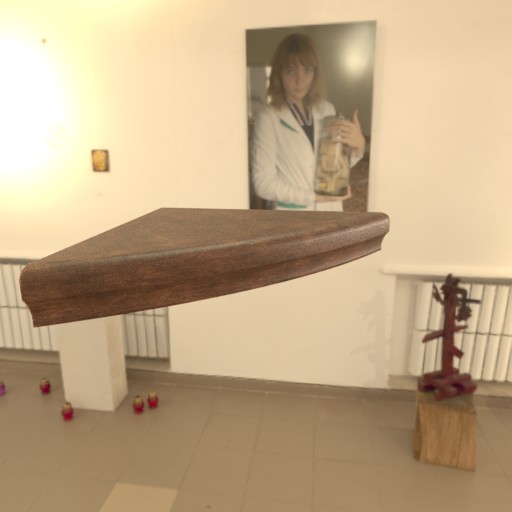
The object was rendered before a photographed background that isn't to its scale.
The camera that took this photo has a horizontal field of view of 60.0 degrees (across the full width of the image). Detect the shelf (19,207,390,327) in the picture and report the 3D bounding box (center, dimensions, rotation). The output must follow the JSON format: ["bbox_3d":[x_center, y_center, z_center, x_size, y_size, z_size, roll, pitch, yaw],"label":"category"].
[{"bbox_3d":[0.000,0.000,0.455,0.310,0.050,0.310,2,15,8],"label":"shelf"}]
